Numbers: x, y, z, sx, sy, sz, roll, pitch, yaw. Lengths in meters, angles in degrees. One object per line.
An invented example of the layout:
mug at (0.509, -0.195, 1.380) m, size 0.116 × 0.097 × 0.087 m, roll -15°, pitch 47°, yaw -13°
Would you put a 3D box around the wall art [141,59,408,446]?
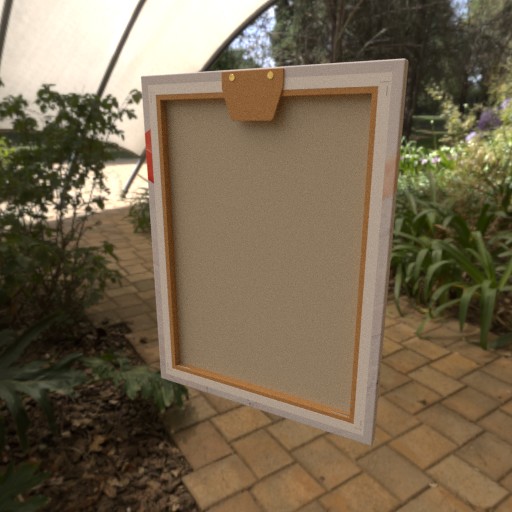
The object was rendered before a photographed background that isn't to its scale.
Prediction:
wall art at (0.000, 0.000, 1.297) m, size 0.759 × 1.014 × 0.045 m, roll 9°, pitch 18°, yaw 27°
